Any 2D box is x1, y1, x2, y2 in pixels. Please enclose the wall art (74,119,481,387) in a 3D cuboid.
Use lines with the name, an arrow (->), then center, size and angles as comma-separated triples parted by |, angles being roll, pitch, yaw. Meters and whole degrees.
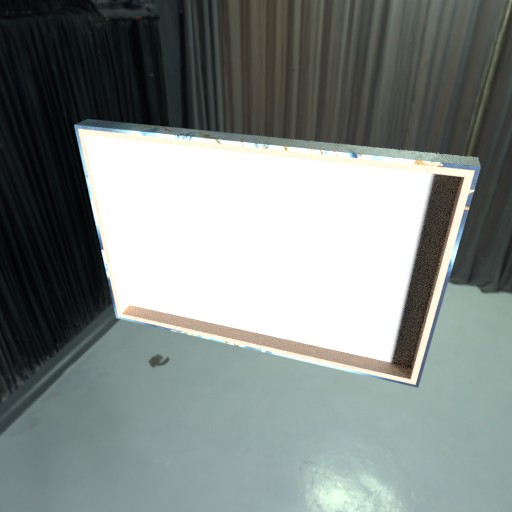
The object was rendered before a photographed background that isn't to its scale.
wall art -> 0.000, 0.000, 0.760 | 0.607, 0.405, 0.036 | 10, 33, 15
